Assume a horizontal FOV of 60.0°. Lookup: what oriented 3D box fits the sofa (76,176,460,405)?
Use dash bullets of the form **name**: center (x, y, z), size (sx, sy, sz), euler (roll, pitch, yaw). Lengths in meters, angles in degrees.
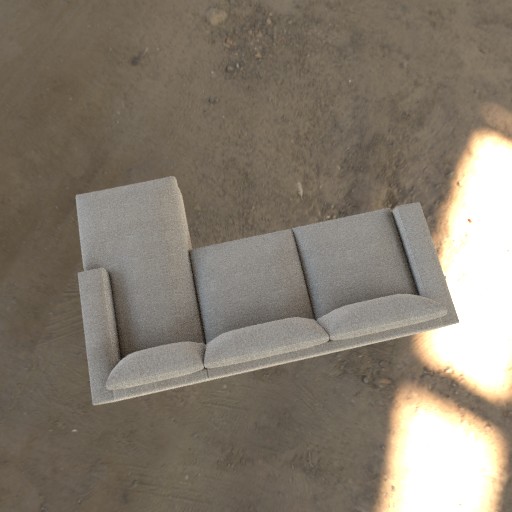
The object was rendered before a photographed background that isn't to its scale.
- **sofa**: center (0.000, 0.000, 3.493), size (2.718, 0.813, 1.689), euler (-12, 75, -3)
